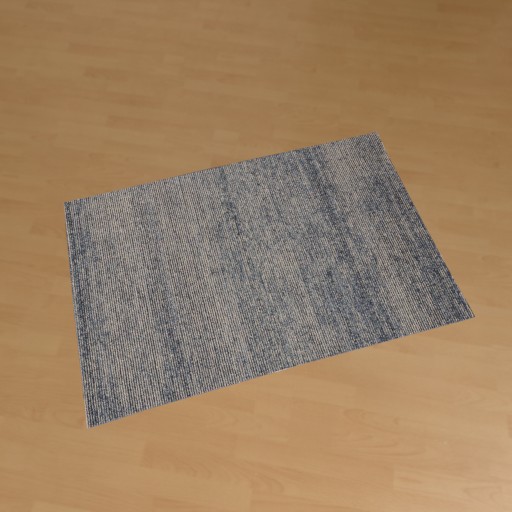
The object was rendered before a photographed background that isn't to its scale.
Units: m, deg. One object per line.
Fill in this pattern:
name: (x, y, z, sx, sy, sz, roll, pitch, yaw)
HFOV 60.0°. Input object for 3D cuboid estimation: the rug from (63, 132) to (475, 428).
rug: (0.000, 0.000, 2.195, 1.793, 0.025, 1.159, -14, 65, -7)
